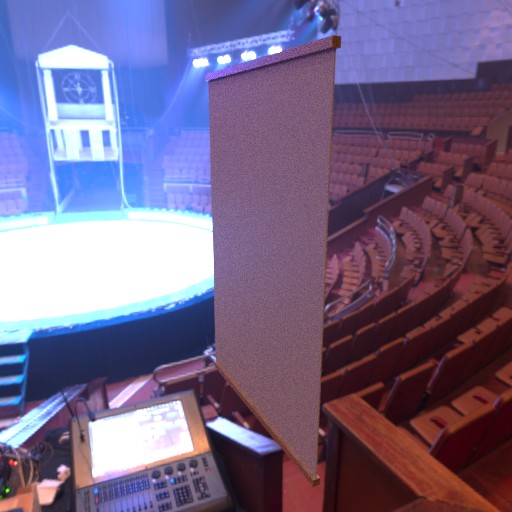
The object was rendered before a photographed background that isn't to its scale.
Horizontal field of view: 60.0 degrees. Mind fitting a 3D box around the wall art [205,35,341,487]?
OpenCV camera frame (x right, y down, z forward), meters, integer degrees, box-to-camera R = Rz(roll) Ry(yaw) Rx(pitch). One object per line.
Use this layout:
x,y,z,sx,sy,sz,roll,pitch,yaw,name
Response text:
0.000,0.000,1.861,0.030,1.519,0.990,-8,18,-26,wall art
